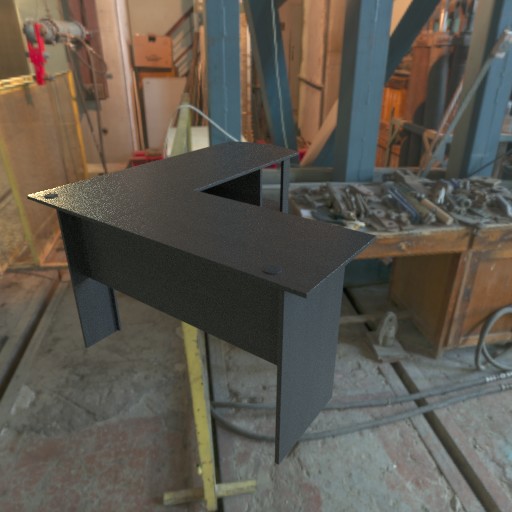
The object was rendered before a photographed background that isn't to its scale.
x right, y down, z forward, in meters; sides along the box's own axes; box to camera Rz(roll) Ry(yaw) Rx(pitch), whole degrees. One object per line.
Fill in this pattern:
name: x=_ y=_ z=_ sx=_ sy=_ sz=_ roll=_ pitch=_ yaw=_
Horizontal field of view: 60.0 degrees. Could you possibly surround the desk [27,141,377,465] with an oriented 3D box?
desk: x=0.000 y=0.000 z=2.099 sx=1.303 sy=0.716 sz=1.361 roll=18 pitch=31 yaw=32
